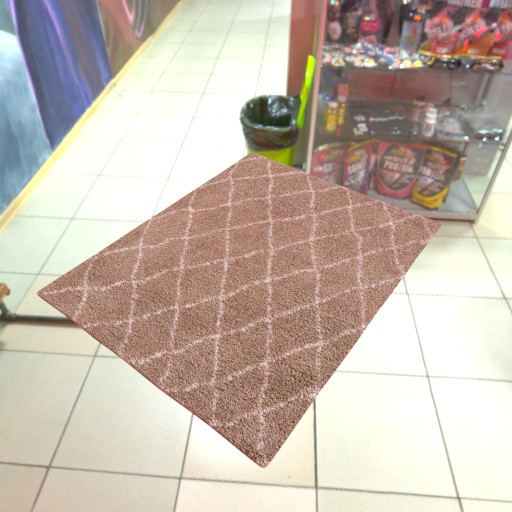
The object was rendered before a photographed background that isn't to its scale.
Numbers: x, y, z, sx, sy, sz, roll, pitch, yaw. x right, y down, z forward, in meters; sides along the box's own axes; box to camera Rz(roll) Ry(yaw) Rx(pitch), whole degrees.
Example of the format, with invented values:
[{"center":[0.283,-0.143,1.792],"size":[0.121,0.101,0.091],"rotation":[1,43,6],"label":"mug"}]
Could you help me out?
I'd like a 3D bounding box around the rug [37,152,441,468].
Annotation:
[{"center":[0.000,0.000,4.157],"size":[2.438,0.029,3.047],"rotation":[27,49,27],"label":"rug"}]
